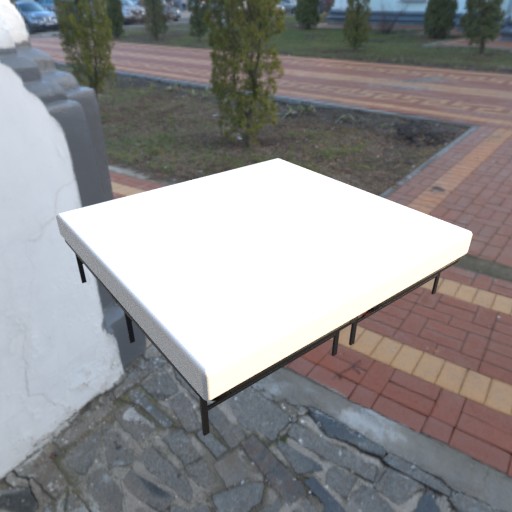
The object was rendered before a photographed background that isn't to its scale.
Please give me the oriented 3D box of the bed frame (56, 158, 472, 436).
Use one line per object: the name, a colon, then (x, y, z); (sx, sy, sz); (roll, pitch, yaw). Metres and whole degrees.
bed frame: (0.000, 0.000, 3.079); (2.033, 0.525, 1.935); (-21, 36, -32)
